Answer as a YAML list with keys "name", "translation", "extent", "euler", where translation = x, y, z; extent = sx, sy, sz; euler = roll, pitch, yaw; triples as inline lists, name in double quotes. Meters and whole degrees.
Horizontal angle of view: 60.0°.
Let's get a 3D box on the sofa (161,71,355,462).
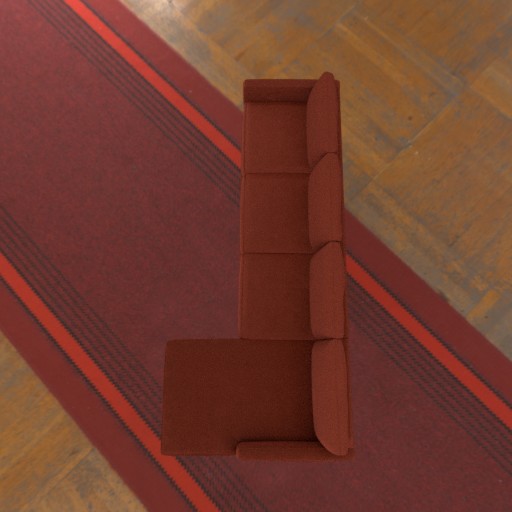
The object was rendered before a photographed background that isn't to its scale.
- name: "sofa"
  translation: [0.000, 0.000, 3.460]
  extent: [1.350, 0.810, 2.932]
  euler: [1, 76, 0]
